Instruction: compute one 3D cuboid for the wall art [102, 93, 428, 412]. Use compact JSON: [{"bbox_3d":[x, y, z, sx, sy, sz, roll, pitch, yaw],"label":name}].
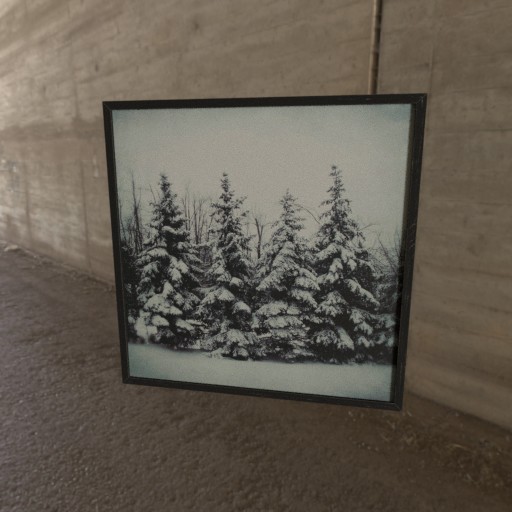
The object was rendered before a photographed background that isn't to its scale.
[{"bbox_3d":[0.000,0.000,0.751,0.506,0.506,0.036,2,13,11],"label":"wall art"}]
